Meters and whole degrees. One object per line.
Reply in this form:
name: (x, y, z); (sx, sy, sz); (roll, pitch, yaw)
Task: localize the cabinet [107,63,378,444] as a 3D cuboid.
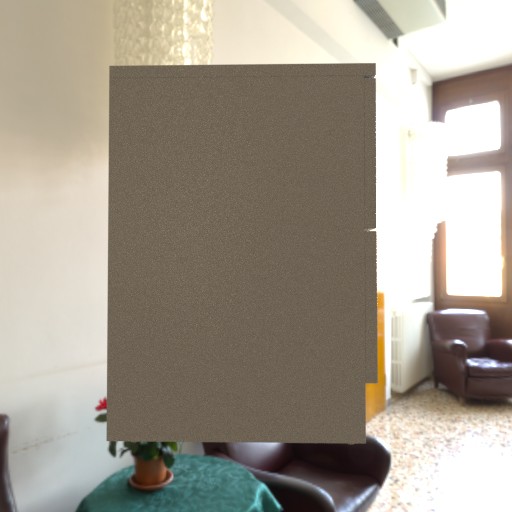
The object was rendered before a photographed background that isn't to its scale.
cabinet: (0.000, 0.000, 0.748); (0.360, 0.470, 0.400); (0, -1, 1)
